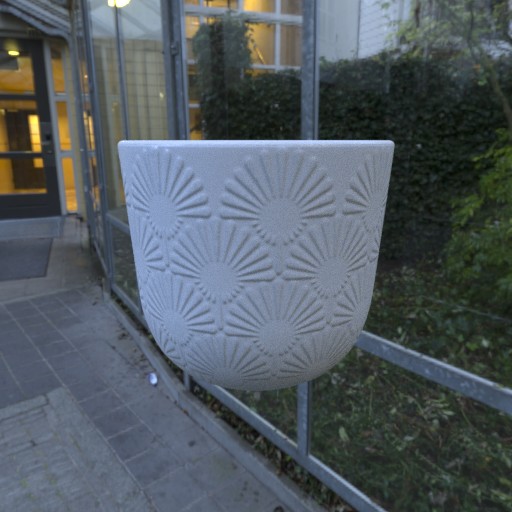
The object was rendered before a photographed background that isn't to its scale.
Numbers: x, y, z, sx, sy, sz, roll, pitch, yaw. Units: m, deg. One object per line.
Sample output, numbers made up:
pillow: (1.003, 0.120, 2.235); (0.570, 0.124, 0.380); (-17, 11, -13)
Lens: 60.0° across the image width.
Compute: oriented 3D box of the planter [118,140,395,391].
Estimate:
planter: (0.000, 0.000, 0.302); (0.170, 0.152, 0.170); (0, 15, 0)
